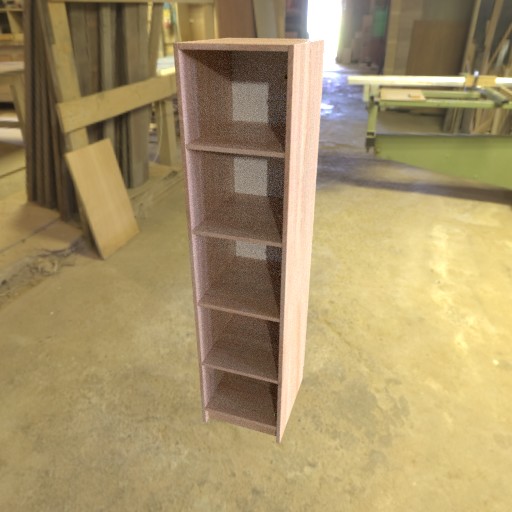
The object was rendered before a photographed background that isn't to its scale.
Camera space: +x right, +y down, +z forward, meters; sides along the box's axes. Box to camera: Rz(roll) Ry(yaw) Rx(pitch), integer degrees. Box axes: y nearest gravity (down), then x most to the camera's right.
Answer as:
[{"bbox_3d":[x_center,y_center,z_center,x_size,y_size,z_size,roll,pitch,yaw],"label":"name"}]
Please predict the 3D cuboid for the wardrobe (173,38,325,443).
[{"bbox_3d":[0.000,0.000,2.422,0.496,2.117,0.588,9,29,17],"label":"wardrobe"}]
